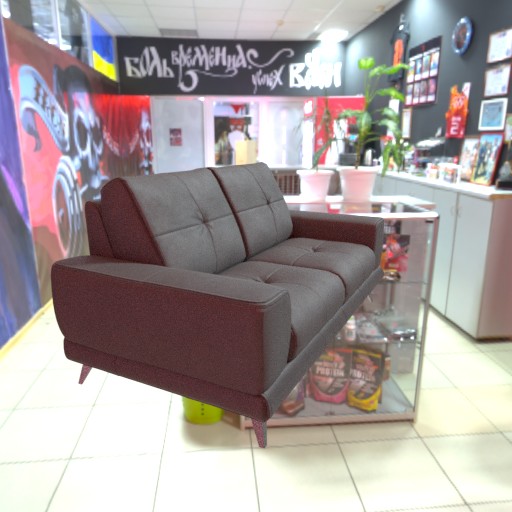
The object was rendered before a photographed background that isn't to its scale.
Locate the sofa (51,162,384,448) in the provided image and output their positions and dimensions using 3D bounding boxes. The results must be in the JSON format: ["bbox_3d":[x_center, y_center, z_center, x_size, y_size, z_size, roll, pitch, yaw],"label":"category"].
[{"bbox_3d":[0.000,0.000,2.350,1.018,0.907,1.806,8,17,26],"label":"sofa"}]
